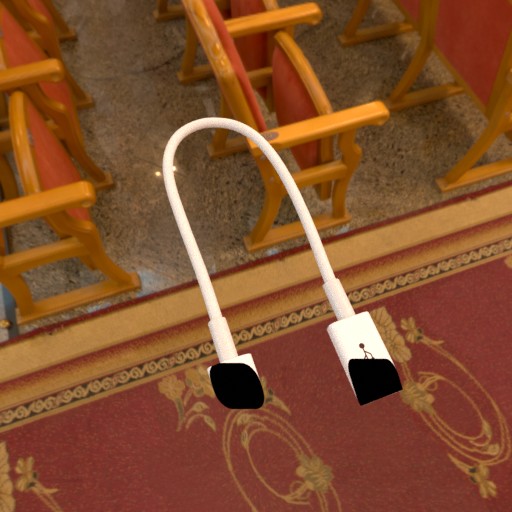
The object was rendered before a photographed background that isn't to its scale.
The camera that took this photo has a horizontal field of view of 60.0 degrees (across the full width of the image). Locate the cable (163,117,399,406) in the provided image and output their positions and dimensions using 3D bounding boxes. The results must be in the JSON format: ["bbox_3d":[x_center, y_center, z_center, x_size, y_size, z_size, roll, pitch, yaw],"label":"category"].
[{"bbox_3d":[0.000,0.000,0.115,0.040,0.006,0.098,-17,65,-9],"label":"cable"}]
